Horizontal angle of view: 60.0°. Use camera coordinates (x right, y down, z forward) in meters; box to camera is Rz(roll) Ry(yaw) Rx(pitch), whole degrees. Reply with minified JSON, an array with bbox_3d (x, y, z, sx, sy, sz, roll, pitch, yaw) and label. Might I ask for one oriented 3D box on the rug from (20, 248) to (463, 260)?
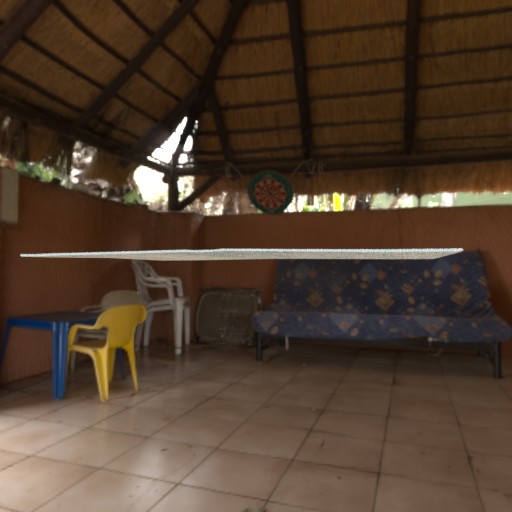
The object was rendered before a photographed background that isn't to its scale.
[{"bbox_3d":[0.000,0.000,2.914,2.306,0.030,1.613,0,-2,18],"label":"rug"}]
